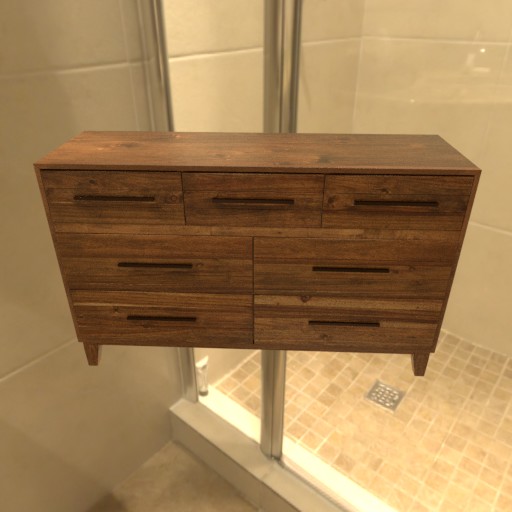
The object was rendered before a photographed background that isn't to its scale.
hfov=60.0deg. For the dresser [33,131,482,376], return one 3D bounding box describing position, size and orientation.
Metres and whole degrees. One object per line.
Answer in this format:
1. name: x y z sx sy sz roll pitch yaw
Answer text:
1. dresser: 0.000 0.000 1.776 1.400 0.873 0.446 1 29 2
